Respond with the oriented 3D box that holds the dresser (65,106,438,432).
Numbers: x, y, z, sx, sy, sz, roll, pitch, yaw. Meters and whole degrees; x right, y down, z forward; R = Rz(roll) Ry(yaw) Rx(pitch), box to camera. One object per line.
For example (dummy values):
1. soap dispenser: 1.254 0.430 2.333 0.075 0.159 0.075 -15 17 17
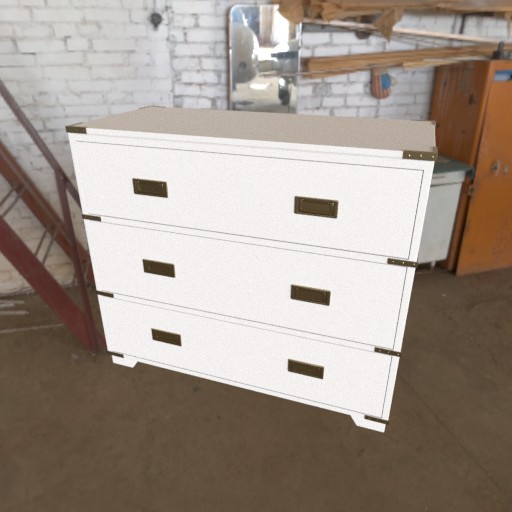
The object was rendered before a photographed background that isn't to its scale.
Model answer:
1. dresser: 0.000 0.000 1.532 1.022 0.891 0.460 9 28 17
